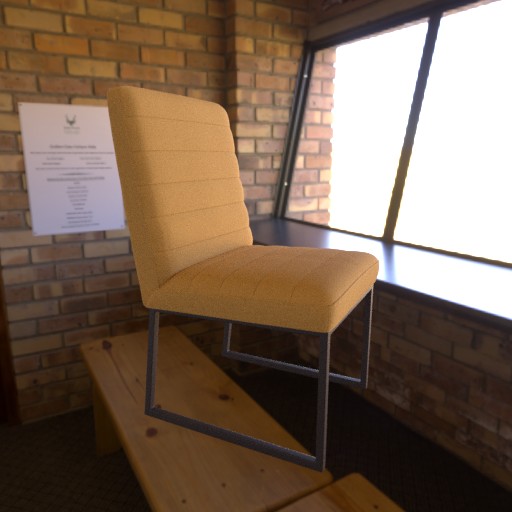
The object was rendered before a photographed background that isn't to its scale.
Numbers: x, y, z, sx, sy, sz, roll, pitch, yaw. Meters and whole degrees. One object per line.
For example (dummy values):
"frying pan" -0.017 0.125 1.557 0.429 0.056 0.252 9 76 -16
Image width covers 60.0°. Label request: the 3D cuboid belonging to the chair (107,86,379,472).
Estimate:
"chair" 0.000 0.000 1.310 0.634 0.930 0.520 6 14 26
